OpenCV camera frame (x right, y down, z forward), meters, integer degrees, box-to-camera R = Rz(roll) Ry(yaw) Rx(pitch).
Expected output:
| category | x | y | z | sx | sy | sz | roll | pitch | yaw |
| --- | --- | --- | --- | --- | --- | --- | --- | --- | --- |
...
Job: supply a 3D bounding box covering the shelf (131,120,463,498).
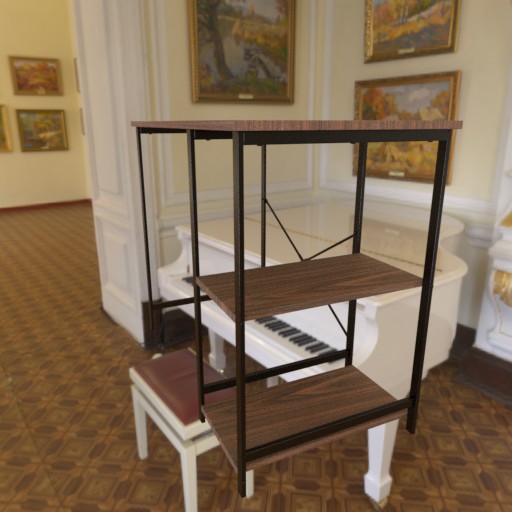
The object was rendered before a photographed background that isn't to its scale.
| category | x | y | z | sx | sy | sz | roll | pitch | yaw |
| --- | --- | --- | --- | --- | --- | --- | --- | --- | --- |
| shelf | 0.000 | 0.000 | 1.288 | 0.498 | 0.750 | 0.902 | -8 | 18 | -24 |
